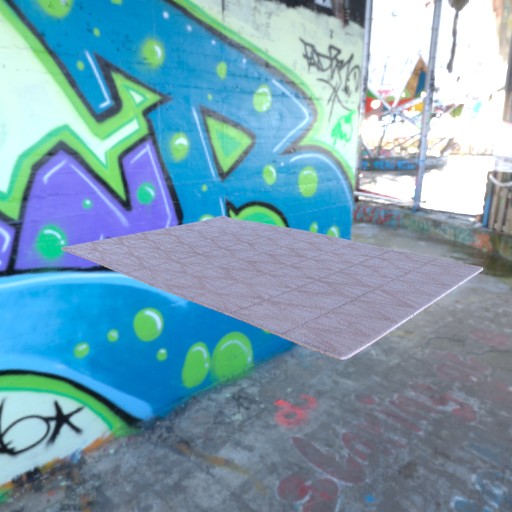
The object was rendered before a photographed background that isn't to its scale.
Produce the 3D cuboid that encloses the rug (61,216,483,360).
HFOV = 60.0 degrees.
[{"bbox_3d":[0.000,0.000,2.282,1.837,0.025,1.230,14,21,41],"label":"rug"}]
